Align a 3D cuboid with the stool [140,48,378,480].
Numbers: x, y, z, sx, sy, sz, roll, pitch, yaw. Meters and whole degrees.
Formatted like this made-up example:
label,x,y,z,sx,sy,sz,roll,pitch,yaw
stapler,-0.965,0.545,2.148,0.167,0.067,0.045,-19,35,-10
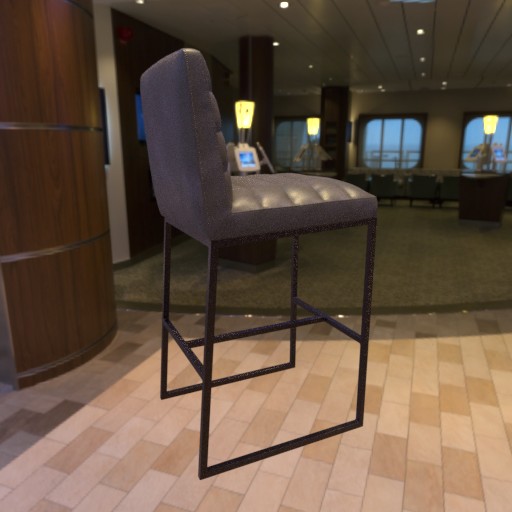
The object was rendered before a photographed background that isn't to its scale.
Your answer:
label,x,y,z,sx,sy,sz,roll,pitch,yaw
stool,0.000,0.000,1.343,0.562,1.065,0.463,-7,16,-25
